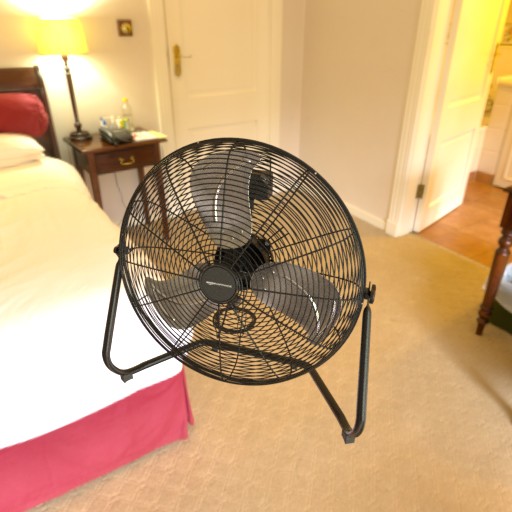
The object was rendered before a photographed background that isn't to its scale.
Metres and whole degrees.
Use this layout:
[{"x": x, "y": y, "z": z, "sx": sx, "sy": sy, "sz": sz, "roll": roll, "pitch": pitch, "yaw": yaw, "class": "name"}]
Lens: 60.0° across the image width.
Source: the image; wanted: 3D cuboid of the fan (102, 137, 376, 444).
[{"x": 0.000, "y": 0.000, "z": 0.953, "sx": 0.555, "sy": 0.546, "sz": 0.424, "roll": 9, "pitch": 30, "yaw": 17, "class": "fan"}]
